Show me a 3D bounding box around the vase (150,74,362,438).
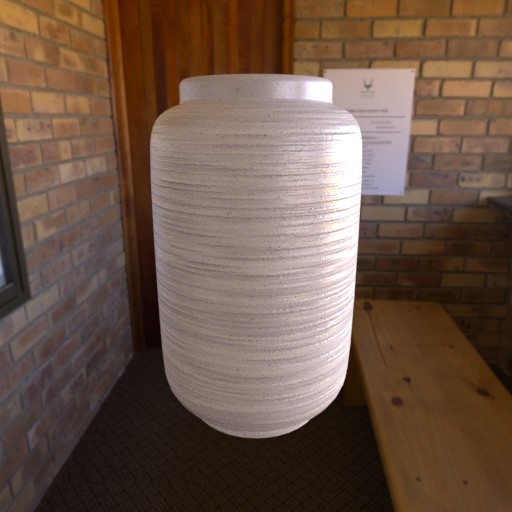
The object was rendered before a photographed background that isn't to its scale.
[{"bbox_3d":[0.000,0.000,0.456,0.202,0.335,0.202,0,17,0],"label":"vase"}]
